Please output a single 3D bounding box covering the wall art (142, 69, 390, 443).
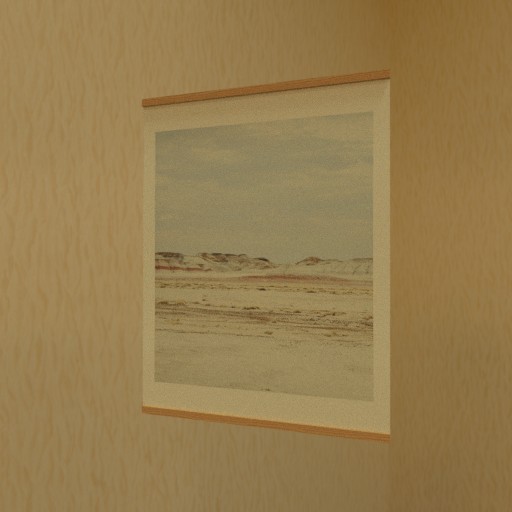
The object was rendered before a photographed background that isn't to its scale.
[{"bbox_3d":[0.000,0.000,0.791,0.458,0.605,0.011,0,0,18],"label":"wall art"}]
